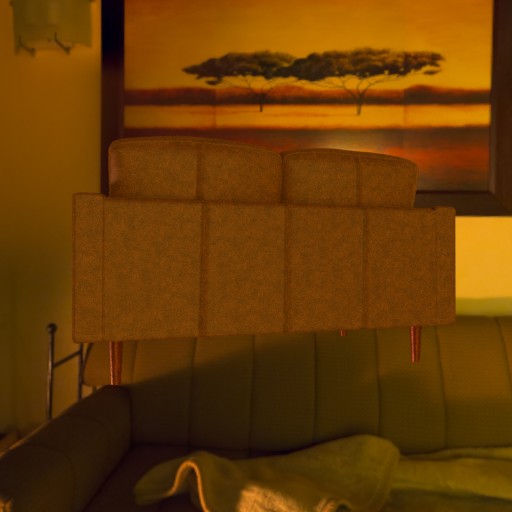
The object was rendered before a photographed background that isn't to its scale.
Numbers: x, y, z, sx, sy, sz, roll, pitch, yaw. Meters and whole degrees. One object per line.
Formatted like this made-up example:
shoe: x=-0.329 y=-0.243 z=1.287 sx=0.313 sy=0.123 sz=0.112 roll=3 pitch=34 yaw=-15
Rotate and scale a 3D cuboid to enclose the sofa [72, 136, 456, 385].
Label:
sofa: x=0.000 y=0.000 z=2.170 sx=1.578 sy=0.951 sz=0.909 roll=0 pitch=0 yaw=-16
